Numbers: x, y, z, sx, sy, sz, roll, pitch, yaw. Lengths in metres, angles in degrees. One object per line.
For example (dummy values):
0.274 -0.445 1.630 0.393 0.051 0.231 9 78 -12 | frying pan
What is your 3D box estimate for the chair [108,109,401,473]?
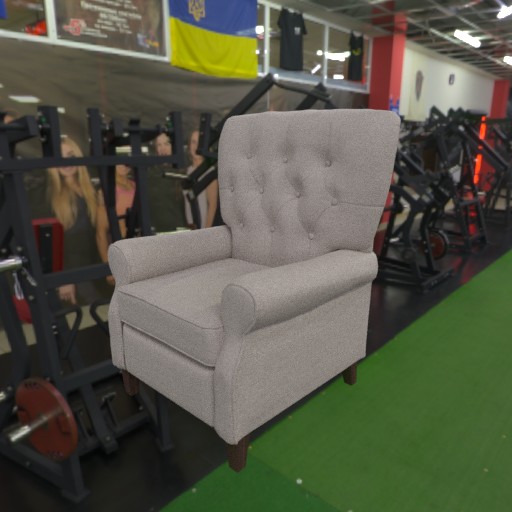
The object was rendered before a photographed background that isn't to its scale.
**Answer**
0.000 0.000 1.887 0.942 1.209 1.025 14 21 42 | chair
